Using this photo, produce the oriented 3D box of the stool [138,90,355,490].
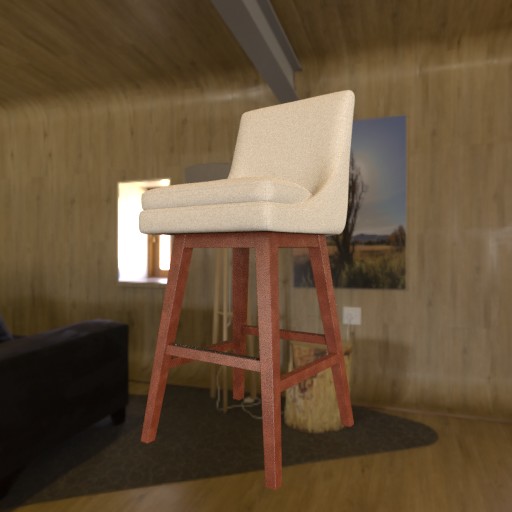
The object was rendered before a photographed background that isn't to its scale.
[{"bbox_3d":[0.000,0.000,1.379,0.470,1.092,0.559,1,1,35],"label":"stool"}]
